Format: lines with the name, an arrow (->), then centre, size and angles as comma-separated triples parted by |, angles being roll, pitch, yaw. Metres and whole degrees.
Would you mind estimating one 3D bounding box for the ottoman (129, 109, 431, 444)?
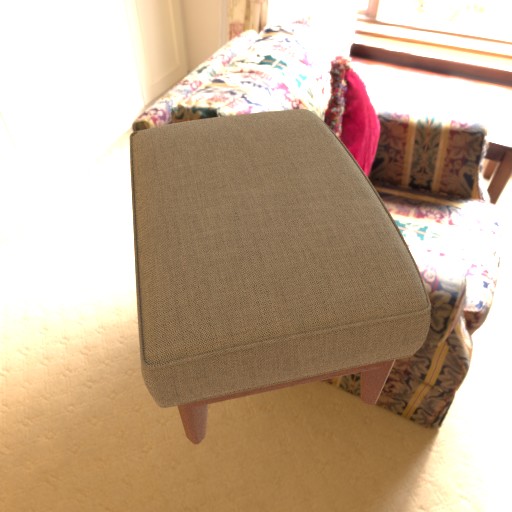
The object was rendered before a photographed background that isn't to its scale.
ottoman -> 0.000, 0.000, 1.111 | 0.555, 0.458, 0.750 | -9, 47, -9
